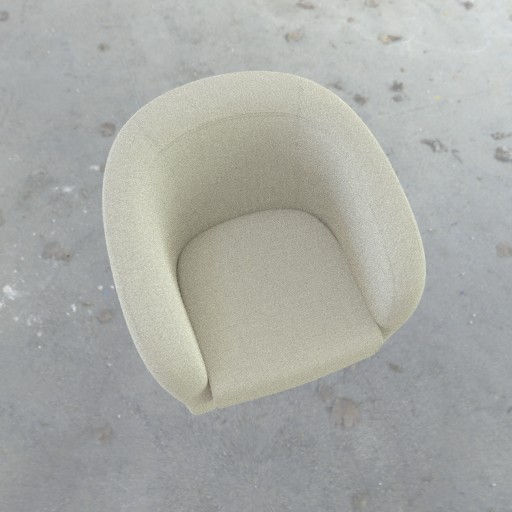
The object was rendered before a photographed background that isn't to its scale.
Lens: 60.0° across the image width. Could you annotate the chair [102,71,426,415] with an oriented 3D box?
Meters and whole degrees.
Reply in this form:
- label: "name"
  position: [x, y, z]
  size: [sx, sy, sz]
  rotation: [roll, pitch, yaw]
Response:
- label: "chair"
  position: [0.000, 0.000, 1.413]
  size: [0.791, 0.771, 0.815]
  rotation: [-17, 64, -8]
